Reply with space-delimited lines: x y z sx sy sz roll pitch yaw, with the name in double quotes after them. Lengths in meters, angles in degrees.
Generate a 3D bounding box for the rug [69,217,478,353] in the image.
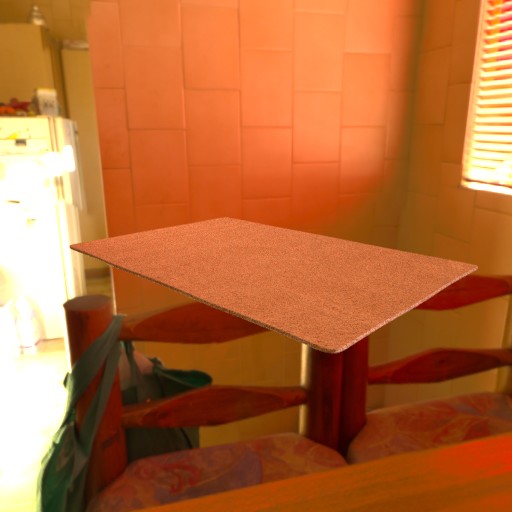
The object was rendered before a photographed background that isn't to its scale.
0.000 0.000 3.450 2.700 0.024 1.801 15 21 42 "rug"
